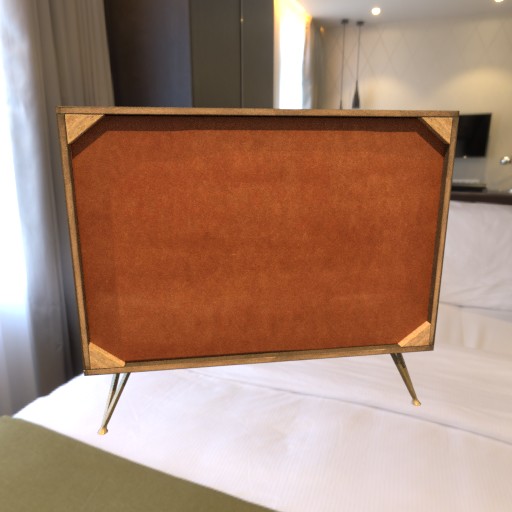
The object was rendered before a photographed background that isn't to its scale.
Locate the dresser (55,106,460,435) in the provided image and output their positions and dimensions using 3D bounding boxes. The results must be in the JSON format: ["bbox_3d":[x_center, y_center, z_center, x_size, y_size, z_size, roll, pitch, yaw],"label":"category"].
[{"bbox_3d":[0.000,0.000,1.316,0.923,0.801,0.453,-2,15,-8],"label":"dresser"}]
